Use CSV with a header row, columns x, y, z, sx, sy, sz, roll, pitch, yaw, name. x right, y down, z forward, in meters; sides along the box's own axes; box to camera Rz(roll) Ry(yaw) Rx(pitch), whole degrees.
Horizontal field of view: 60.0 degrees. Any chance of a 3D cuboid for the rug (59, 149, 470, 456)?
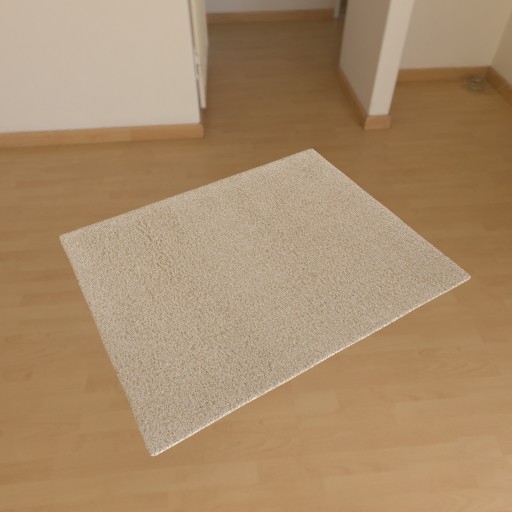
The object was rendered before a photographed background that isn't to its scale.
x,y,z,sx,sy,sz,roll,pitch,yaw,name
0.000,0.000,4.154,3.047,0.029,2.438,-23,50,-21,rug
